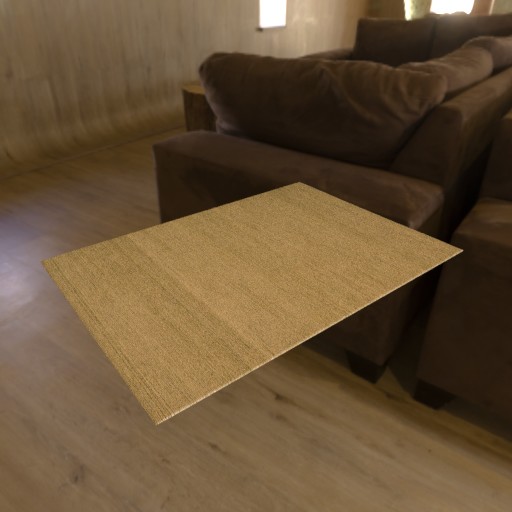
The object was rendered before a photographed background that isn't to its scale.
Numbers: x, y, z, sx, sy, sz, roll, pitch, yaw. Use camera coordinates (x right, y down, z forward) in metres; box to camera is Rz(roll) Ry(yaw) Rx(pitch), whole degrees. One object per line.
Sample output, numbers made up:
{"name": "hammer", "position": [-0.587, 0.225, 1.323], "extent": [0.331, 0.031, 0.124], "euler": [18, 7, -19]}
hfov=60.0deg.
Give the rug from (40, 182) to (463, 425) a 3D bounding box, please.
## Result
{"name": "rug", "position": [0.000, 0.000, 5.039], "extent": [3.935, 0.025, 2.782], "euler": [-22, 37, -32]}
